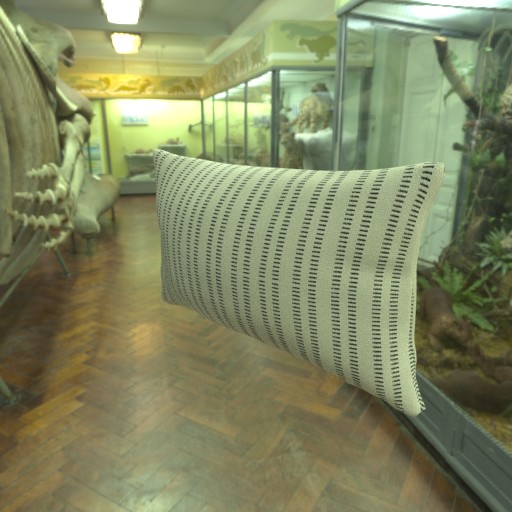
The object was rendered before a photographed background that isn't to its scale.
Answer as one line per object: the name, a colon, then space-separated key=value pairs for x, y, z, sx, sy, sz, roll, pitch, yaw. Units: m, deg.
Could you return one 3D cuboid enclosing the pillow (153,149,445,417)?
pillow: x=0.000 y=0.000 z=0.786 sx=0.640 sy=0.353 sz=0.210 roll=15 pitch=22 yaw=43
